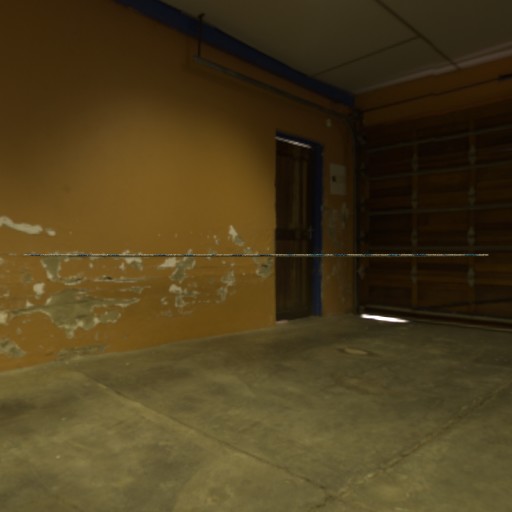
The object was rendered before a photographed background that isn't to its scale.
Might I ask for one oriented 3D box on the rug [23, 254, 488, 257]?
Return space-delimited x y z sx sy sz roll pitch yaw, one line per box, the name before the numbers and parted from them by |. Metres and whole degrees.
rug | 0.000 0.000 3.080 2.439 0.008 1.531 0 0 1
